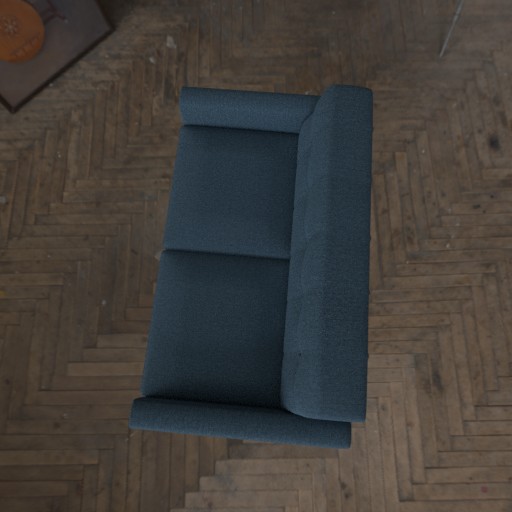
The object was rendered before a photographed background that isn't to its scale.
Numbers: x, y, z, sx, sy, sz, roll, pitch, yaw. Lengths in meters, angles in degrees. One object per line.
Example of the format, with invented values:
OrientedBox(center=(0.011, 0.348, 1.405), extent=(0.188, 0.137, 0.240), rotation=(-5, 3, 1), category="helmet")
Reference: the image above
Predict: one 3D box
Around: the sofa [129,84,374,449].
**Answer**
OrientedBox(center=(0.000, 0.000, 2.171), extent=(0.942, 0.896, 1.651), rotation=(5, 74, 1), category="sofa")
